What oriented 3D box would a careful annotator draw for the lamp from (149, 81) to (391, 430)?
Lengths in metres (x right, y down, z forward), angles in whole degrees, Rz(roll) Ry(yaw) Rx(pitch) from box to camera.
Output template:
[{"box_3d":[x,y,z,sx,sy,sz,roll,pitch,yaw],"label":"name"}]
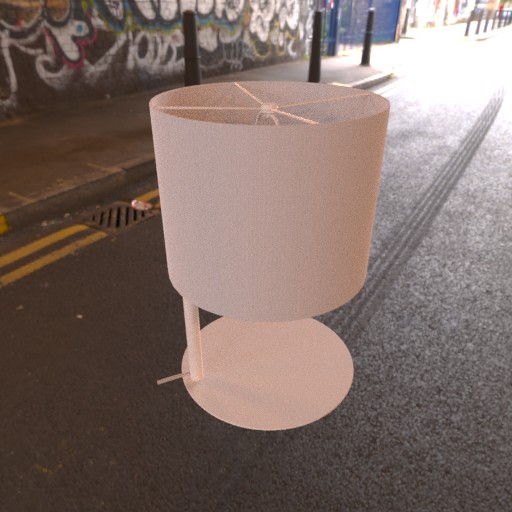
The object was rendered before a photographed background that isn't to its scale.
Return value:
[{"box_3d":[0.000,0.000,0.670,0.341,0.454,0.299,-10,31,-17],"label":"lamp"}]
